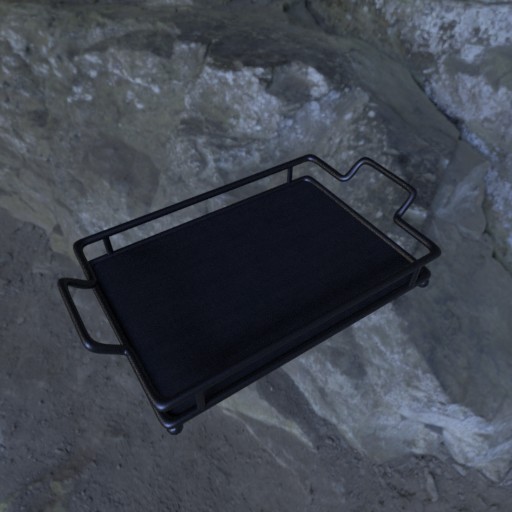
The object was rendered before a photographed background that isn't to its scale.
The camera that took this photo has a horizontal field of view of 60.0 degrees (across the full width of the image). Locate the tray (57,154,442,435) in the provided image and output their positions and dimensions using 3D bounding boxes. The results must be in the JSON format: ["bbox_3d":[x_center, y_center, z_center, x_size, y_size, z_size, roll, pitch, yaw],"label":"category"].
[{"bbox_3d":[0.000,0.000,0.618,0.495,0.101,0.297,-25,50,-23],"label":"tray"}]
